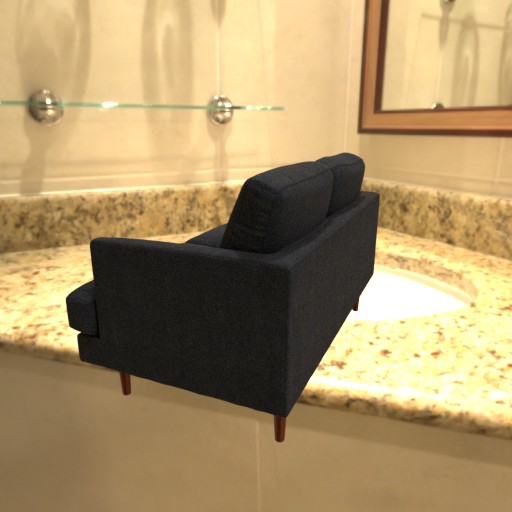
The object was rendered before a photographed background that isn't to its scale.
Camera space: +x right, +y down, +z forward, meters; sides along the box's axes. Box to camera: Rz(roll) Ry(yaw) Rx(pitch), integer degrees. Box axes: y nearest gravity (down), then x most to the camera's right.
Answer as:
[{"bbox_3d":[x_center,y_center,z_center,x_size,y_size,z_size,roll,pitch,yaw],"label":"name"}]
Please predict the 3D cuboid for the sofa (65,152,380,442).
[{"bbox_3d":[0.000,0.000,2.163,0.903,0.944,1.582,7,18,23],"label":"sofa"}]
